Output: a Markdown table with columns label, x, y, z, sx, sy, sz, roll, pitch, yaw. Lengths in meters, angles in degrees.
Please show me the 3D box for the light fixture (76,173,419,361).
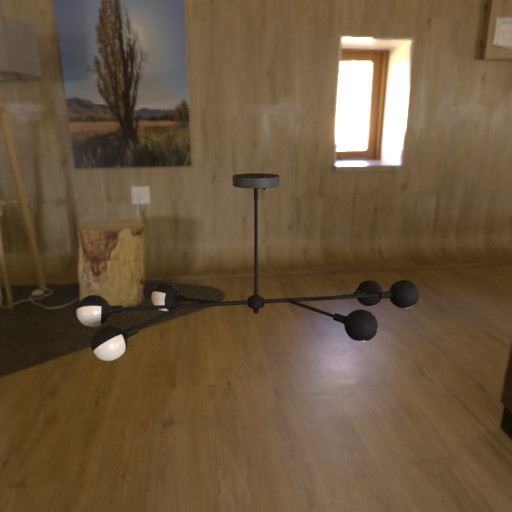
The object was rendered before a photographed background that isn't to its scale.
| label | x | y | z | sx | sy | sz | roll | pitch | yaw |
| --- | --- | --- | --- | --- | --- | --- | --- | --- | --- |
| light fixture | 0.000 | 0.000 | 1.009 | 0.778 | 0.362 | 0.434 | 2 | 17 | 7 |
